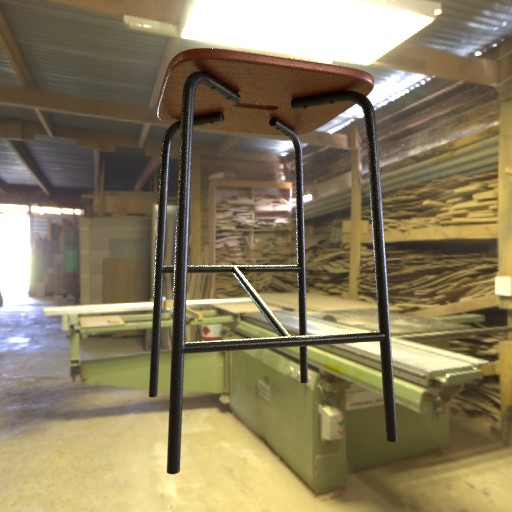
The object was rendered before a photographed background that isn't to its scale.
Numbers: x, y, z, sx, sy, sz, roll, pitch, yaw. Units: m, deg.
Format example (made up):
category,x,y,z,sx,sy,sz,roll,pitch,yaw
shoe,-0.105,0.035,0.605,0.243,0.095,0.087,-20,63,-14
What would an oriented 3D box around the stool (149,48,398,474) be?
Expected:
category,x,y,z,sx,sy,sz,roll,pitch,yaw
stool,0.000,0.000,0.851,0.376,0.610,0.376,0,0,-18
